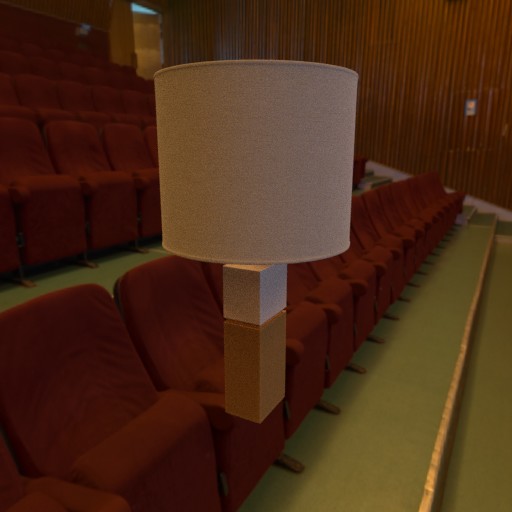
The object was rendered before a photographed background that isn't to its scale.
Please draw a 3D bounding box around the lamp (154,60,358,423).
[{"bbox_3d":[0.000,0.000,0.557,0.229,0.417,0.229,7,16,28],"label":"lamp"}]
